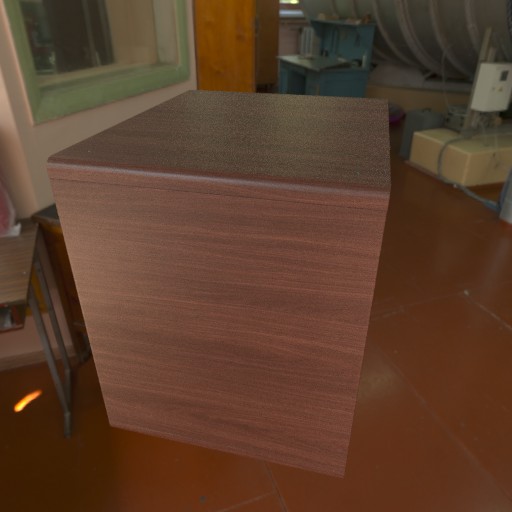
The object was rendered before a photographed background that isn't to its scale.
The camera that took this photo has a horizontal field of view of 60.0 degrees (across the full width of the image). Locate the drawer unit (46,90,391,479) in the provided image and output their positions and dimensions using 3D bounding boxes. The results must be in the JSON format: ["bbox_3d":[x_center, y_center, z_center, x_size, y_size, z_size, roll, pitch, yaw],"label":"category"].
[{"bbox_3d":[0.000,0.000,0.587,0.290,0.351,0.349,7,31,12],"label":"drawer unit"}]
